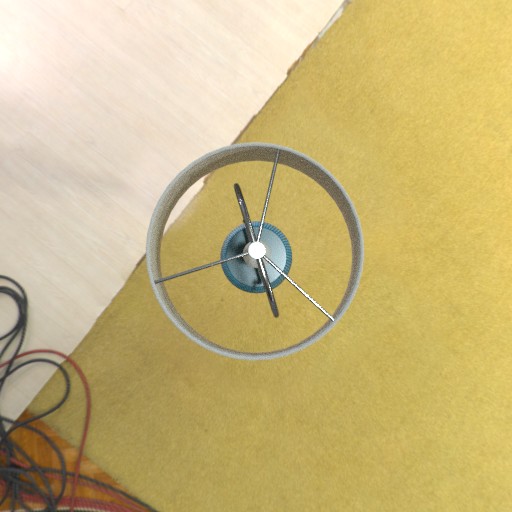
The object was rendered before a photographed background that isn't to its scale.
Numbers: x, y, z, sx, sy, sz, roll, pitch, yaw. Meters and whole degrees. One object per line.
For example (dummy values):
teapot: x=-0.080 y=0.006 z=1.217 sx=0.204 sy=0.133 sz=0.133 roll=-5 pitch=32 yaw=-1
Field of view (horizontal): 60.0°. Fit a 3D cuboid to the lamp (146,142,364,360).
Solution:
lamp: x=0.000 y=0.000 z=0.558 sx=0.254 sy=0.392 sz=0.254 roll=0 pitch=89 yaw=0
